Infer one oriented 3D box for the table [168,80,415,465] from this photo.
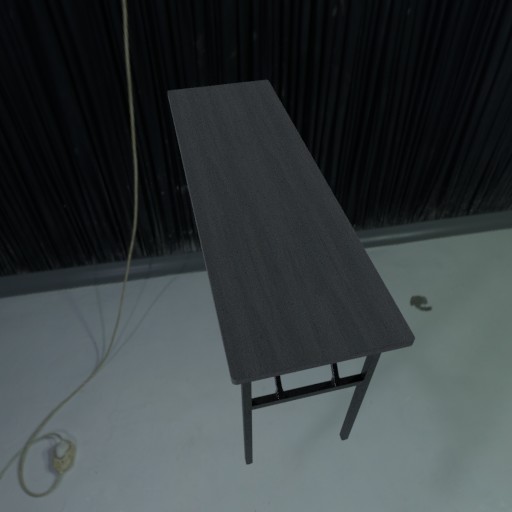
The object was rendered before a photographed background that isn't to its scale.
[{"bbox_3d":[0.000,0.000,1.757,0.449,0.750,1.399,-10,48,-9],"label":"table"}]
